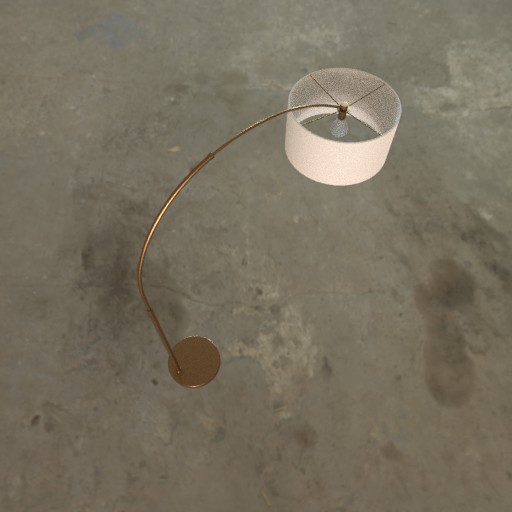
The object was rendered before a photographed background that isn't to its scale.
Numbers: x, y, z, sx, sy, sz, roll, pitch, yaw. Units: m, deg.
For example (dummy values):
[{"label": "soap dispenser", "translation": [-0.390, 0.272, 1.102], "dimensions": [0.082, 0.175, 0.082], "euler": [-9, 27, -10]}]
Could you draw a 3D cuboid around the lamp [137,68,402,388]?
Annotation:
[{"label": "lamp", "translation": [0.000, 0.000, 2.515], "dimensions": [1.434, 1.927, 0.493], "euler": [-30, 63, -17]}]
